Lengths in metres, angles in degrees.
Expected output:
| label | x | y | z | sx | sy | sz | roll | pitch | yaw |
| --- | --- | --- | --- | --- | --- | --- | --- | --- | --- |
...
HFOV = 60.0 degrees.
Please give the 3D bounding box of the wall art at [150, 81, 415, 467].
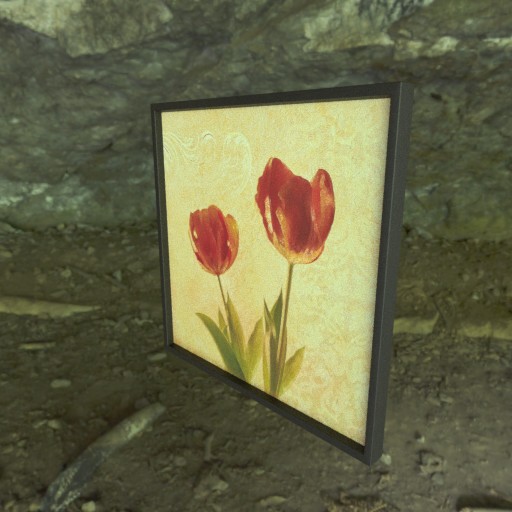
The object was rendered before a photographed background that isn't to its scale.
| label | x | y | z | sx | sy | sz | roll | pitch | yaw |
| --- | --- | --- | --- | --- | --- | --- | --- | --- | --- |
| wall art | 0.000 | 0.000 | 0.514 | 0.349 | 0.349 | 0.038 | 15 | 21 | 43 |
